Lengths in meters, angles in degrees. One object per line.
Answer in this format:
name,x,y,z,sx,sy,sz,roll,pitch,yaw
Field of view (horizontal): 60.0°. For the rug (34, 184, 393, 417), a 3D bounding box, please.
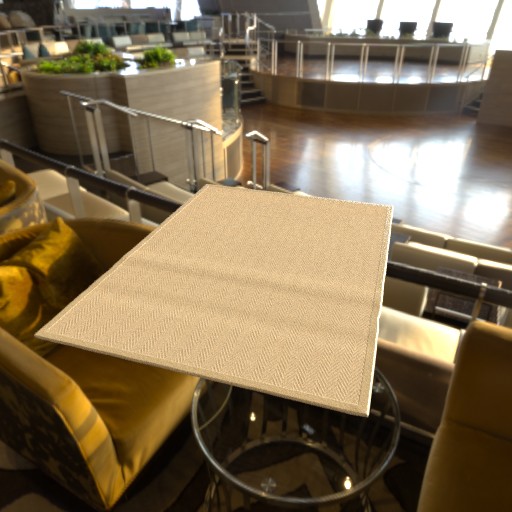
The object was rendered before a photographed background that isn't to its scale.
rug,0.000,0.000,4.828,2.734,0.037,3.659,9,31,15
